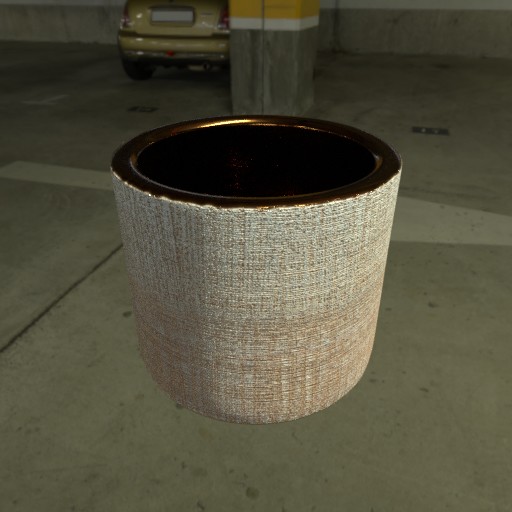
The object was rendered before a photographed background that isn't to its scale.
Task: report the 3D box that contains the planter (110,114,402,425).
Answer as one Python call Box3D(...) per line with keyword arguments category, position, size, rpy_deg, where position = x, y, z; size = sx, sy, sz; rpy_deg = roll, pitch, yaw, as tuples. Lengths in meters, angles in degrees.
Box3D(category="planter", position=(0.000, 0.000, 0.313), size=(0.177, 0.157, 0.177), rpy_deg=(0, 31, 0))
